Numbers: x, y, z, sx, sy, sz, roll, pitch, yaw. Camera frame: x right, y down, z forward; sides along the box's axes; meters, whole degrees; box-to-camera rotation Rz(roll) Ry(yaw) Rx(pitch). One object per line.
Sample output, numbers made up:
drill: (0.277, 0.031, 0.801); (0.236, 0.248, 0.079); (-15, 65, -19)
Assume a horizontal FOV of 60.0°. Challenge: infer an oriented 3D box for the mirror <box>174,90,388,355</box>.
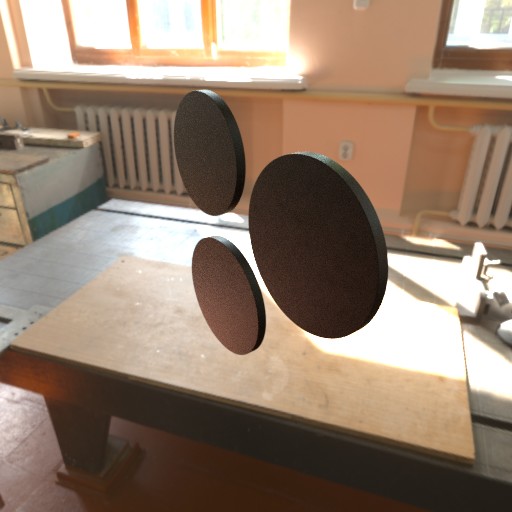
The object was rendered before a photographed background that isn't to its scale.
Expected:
mirror: (0.000, 0.000, 3.134); (0.076, 2.096, 2.160); (-18, 32, -32)
